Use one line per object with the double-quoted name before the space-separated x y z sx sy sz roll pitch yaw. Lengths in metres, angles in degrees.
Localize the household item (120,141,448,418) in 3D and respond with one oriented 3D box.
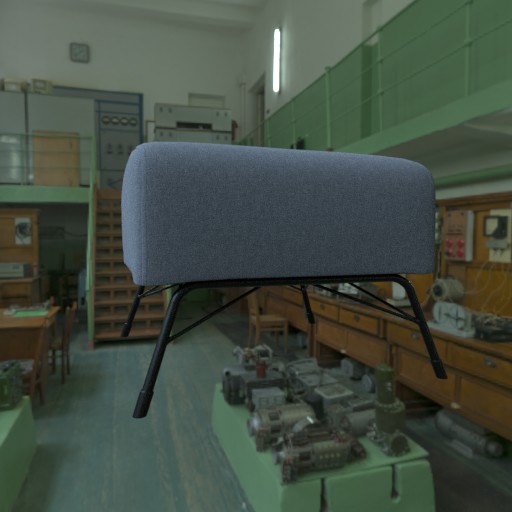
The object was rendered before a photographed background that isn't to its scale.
"household item" 0.000 0.000 0.923 0.530 0.410 0.530 -1 3 -19
